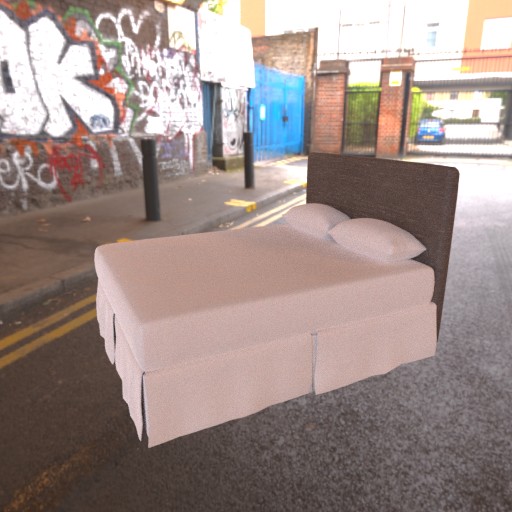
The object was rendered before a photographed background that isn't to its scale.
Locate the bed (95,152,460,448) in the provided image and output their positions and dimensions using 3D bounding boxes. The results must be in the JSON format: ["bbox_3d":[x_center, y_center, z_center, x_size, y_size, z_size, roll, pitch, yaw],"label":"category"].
[{"bbox_3d":[0.000,0.000,3.208,2.142,1.330,1.723,-8,19,-25],"label":"bed"}]
